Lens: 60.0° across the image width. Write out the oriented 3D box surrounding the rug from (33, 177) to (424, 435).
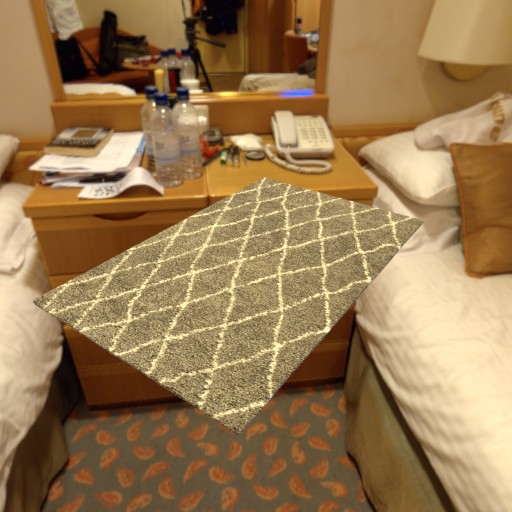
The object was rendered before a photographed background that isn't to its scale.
[{"bbox_3d":[0.000,0.000,3.512,1.778,0.030,2.743,21,37,30],"label":"rug"}]
